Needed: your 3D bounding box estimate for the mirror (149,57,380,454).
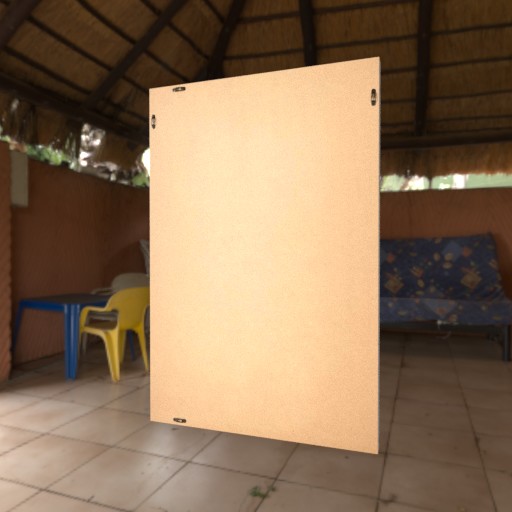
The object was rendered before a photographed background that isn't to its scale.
[{"bbox_3d":[0.000,0.000,1.135,0.609,0.915,0.040,0,1,19],"label":"mirror"}]
